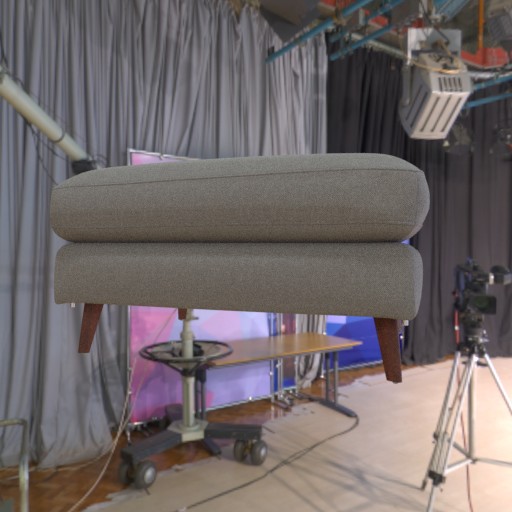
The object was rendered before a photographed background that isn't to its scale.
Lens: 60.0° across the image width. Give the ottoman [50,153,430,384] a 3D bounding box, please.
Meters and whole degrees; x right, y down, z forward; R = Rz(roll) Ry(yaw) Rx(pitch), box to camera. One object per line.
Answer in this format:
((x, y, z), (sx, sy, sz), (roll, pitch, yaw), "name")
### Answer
((0.000, 0.000, 1.141), (0.811, 0.449, 0.608), (1, 2, 18), "ottoman")
